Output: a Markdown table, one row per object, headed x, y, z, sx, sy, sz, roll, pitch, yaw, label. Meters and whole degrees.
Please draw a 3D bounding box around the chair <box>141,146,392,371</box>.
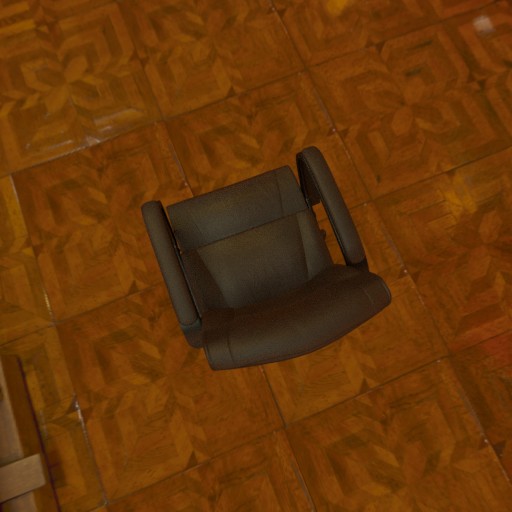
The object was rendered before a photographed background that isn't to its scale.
| x | y | z | sx | sy | sz | roll | pitch | yaw | label |
| --- | --- | --- | --- | --- | --- | --- | --- | --- | --- |
| 0.000 | 0.000 | 1.504 | 0.739 | 1.004 | 0.717 | -19 | 76 | -5 | chair |
